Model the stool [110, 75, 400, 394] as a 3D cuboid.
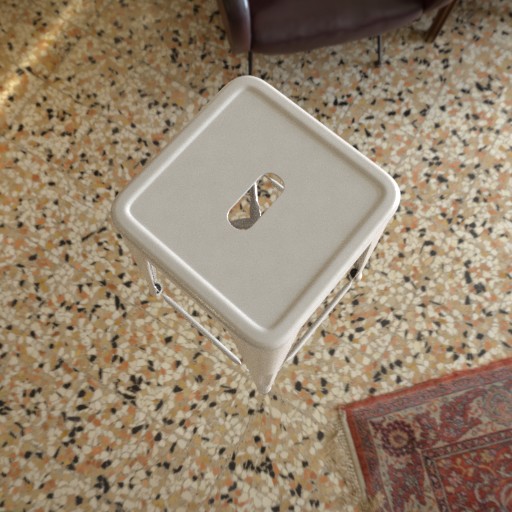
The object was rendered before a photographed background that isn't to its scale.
[{"bbox_3d":[0.000,0.000,0.873,0.406,0.610,0.406,40,79,9],"label":"stool"}]
